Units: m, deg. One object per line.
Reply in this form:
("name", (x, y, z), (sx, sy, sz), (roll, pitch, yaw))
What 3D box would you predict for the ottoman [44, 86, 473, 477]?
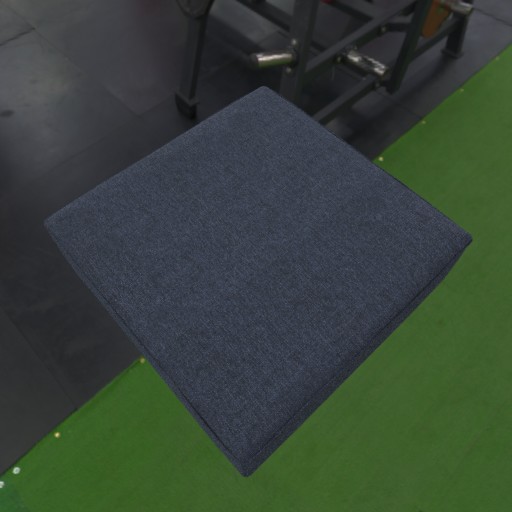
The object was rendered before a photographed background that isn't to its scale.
("ottoman", (0.000, 0.000, 1.580), (1.023, 0.423, 1.017), (-38, 66, -20))
